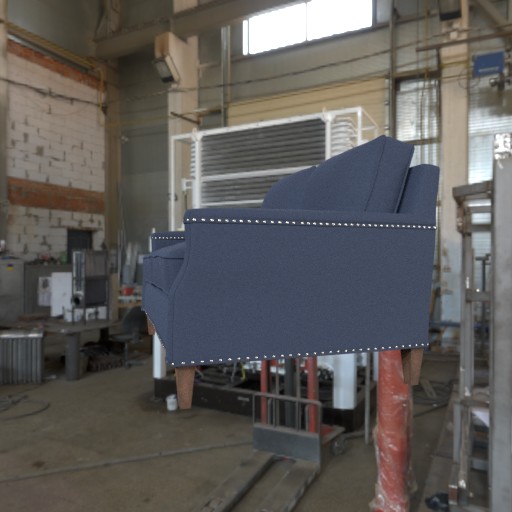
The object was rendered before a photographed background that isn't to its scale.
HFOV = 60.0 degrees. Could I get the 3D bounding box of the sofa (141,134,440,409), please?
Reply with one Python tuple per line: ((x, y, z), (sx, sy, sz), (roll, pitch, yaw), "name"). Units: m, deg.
((0.000, 0.000, 2.304), (1.084, 1.003, 1.597), (0, 0, -17), "sofa")
